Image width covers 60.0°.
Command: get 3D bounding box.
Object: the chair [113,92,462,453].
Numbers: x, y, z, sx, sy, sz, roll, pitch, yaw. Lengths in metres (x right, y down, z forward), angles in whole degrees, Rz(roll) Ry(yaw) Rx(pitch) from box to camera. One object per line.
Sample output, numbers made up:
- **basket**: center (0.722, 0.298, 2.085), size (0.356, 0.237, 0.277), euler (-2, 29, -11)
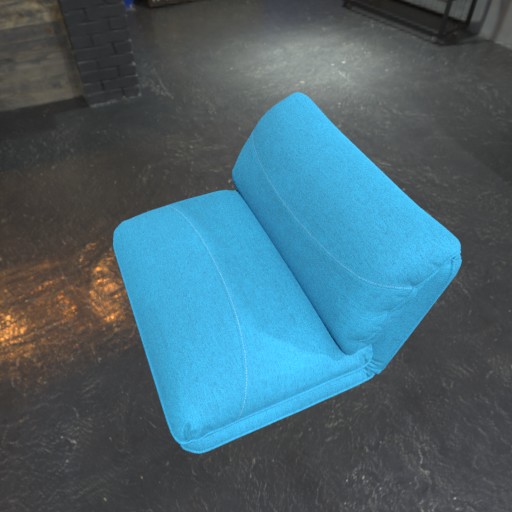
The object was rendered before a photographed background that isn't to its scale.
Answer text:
- **chair**: center (0.000, 0.000, 1.338), size (0.780, 0.580, 0.820), euler (-18, 50, -16)
